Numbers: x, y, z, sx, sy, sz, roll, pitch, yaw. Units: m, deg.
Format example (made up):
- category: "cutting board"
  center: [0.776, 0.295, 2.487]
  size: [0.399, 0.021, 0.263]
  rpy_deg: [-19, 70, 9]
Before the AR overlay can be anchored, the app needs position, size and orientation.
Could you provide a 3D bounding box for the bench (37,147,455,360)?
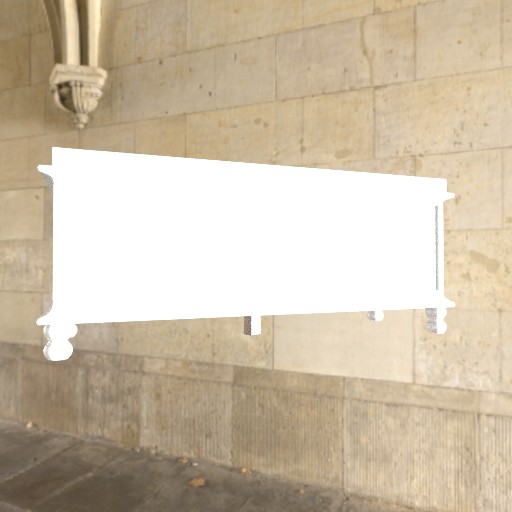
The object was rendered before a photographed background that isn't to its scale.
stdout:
- category: "bench"
  center: [0.000, 0.000, 1.378]
  size: [1.185, 0.486, 0.402]
  rpy_deg: [0, -1, -20]
